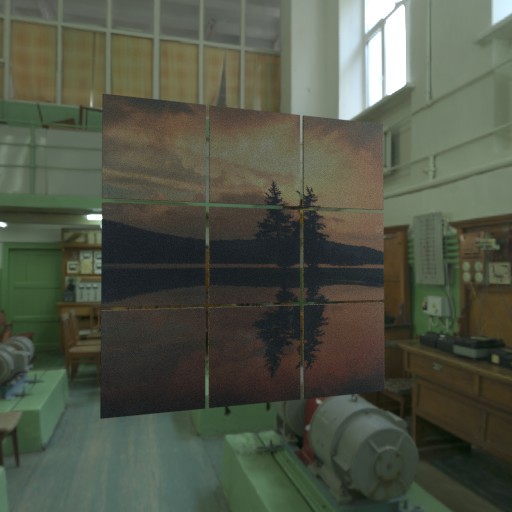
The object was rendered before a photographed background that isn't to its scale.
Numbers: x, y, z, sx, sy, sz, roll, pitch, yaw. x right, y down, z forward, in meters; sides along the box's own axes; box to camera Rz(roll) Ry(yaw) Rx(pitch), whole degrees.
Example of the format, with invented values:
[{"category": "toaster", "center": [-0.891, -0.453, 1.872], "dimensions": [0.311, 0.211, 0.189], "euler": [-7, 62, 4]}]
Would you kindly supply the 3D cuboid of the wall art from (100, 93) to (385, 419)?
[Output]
[{"category": "wall art", "center": [0.000, 0.000, 1.846], "dimensions": [1.216, 1.218, 0.013], "euler": [0, -1, -17]}]
